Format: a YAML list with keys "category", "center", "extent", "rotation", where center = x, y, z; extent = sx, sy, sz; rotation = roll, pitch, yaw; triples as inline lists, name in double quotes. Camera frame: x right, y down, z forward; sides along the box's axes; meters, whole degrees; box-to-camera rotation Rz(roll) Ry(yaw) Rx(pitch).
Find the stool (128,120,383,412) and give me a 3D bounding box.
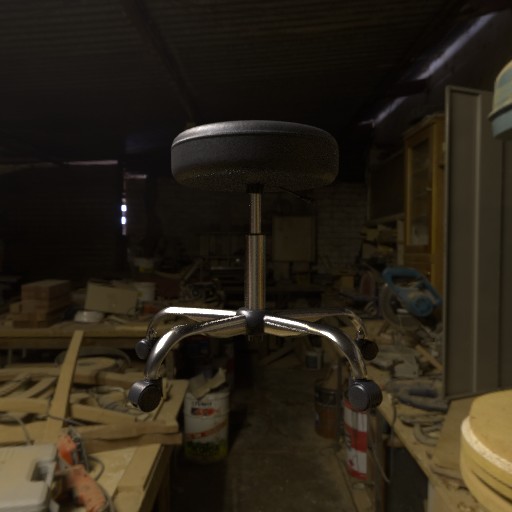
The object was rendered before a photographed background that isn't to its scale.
- category: "stool"
  center: [0.000, 0.000, 1.138]
  extent: [0.673, 0.576, 0.638]
  rotation: [0, 2, 0]
